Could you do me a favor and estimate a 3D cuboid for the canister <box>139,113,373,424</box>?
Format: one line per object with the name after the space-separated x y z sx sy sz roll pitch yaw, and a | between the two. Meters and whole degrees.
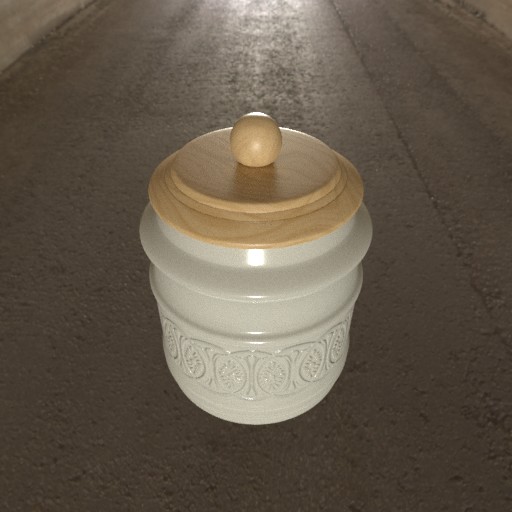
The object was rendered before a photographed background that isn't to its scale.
0.000 0.000 0.270 0.130 0.176 0.130 0 40 0 | canister
